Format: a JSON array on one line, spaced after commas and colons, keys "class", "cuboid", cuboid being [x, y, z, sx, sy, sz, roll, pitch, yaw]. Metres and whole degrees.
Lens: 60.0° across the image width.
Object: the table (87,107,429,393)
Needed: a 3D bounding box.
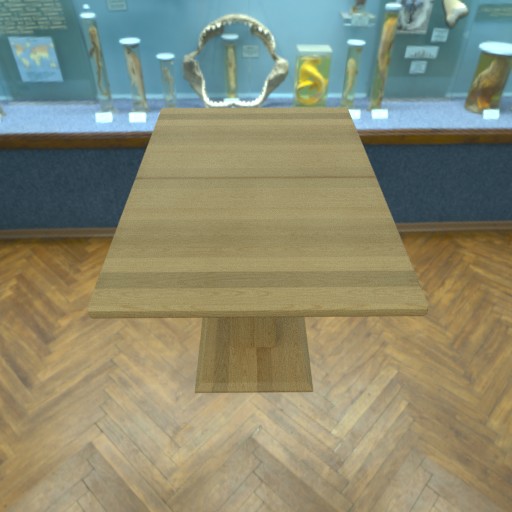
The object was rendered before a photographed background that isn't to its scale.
[{"class": "table", "cuboid": [0.000, 0.000, 1.895, 0.900, 0.770, 1.300, 0, 41, 0]}]
